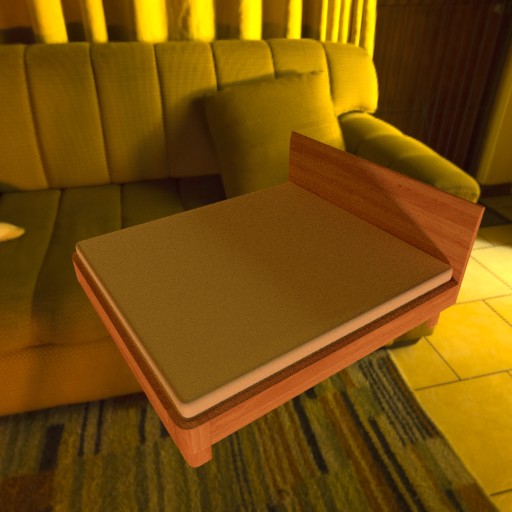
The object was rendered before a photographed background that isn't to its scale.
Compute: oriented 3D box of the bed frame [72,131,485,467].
[{"bbox_3d":[0.000,0.000,3.094,2.092,0.940,1.872,-20,38,-28],"label":"bed frame"}]
